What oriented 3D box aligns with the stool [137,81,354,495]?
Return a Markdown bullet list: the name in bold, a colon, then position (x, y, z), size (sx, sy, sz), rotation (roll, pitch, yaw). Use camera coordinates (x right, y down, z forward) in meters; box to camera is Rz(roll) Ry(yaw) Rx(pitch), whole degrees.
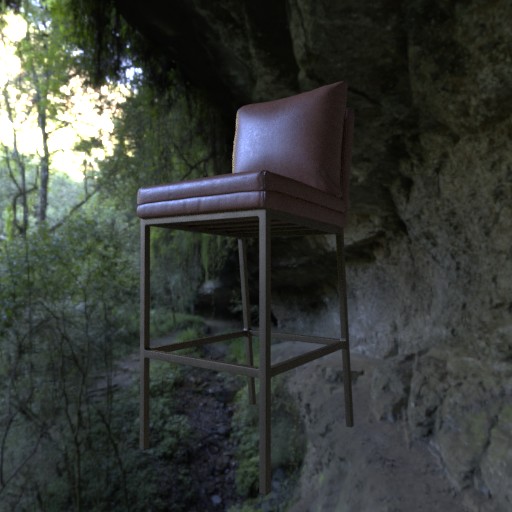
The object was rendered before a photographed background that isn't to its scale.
- **stool**: position (0.000, 0.000, 1.386), size (0.463, 1.124, 0.571), rotation (-1, -1, 36)
